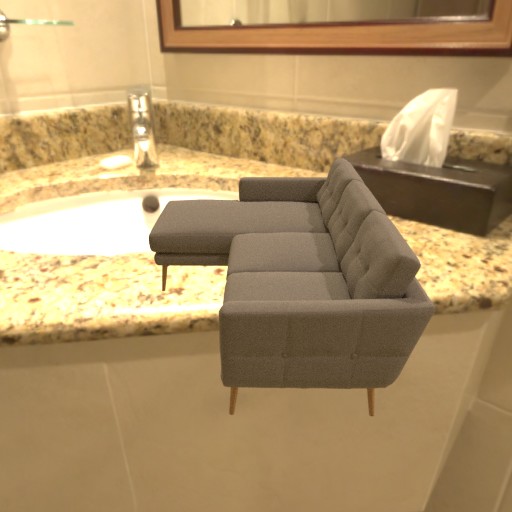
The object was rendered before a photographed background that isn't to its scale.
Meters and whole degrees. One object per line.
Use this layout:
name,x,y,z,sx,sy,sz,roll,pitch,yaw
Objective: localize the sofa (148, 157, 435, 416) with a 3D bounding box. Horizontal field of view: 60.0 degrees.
sofa,0.000,0.000,2.829,1.530,0.860,2.040,0,26,1
